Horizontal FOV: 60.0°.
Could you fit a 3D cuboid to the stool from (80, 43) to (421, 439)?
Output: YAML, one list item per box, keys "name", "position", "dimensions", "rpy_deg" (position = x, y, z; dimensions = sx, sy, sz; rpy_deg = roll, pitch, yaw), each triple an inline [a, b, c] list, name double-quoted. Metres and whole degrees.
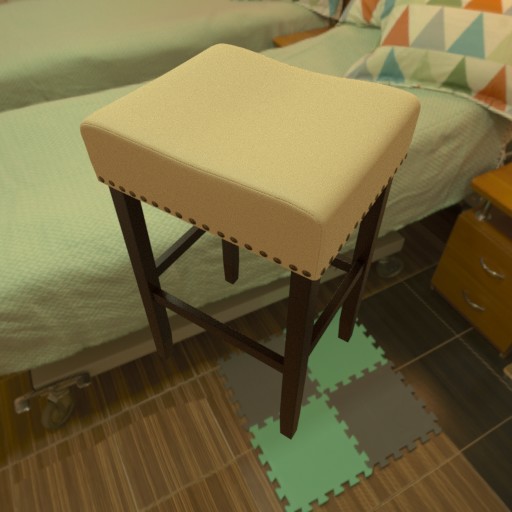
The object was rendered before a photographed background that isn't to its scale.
- name: "stool"
  position: [0.000, 0.000, 1.036]
  dimensions: [0.471, 0.762, 0.401]
  rpy_deg: [25, 51, 22]
